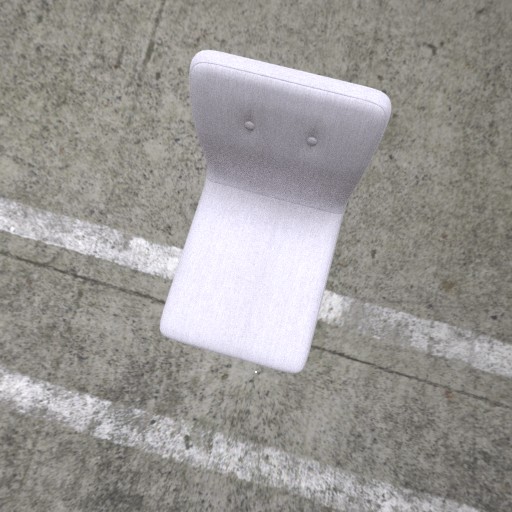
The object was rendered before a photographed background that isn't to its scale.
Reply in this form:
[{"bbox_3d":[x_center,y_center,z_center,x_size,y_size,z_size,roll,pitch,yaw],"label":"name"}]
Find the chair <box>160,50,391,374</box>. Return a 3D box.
[{"bbox_3d":[0.000,0.000,1.208,0.435,0.885,0.550,15,76,4],"label":"chair"}]
